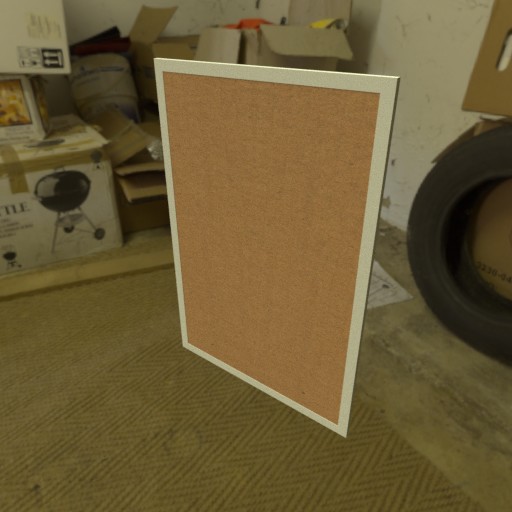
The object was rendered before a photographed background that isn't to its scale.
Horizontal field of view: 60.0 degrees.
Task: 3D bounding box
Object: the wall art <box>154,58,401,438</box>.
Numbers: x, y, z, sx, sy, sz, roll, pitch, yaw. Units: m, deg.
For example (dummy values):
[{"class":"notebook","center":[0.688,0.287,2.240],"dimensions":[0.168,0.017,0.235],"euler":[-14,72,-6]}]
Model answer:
[{"class":"wall art","center":[0.000,0.000,1.220],"dimensions":[0.660,0.965,0.015],"euler":[20,34,32]}]
